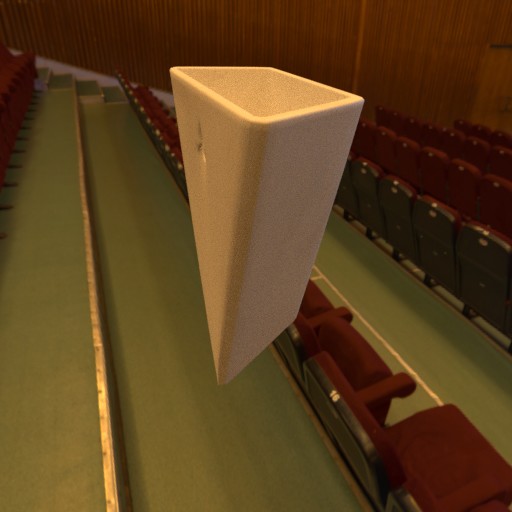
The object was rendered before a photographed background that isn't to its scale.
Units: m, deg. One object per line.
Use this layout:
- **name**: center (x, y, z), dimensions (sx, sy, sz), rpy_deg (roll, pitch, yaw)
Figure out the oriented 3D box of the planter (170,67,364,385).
- **planter**: center (0.000, 0.000, 0.268), dimensions (0.060, 0.197, 0.150), rpy_deg (-11, 32, -18)
